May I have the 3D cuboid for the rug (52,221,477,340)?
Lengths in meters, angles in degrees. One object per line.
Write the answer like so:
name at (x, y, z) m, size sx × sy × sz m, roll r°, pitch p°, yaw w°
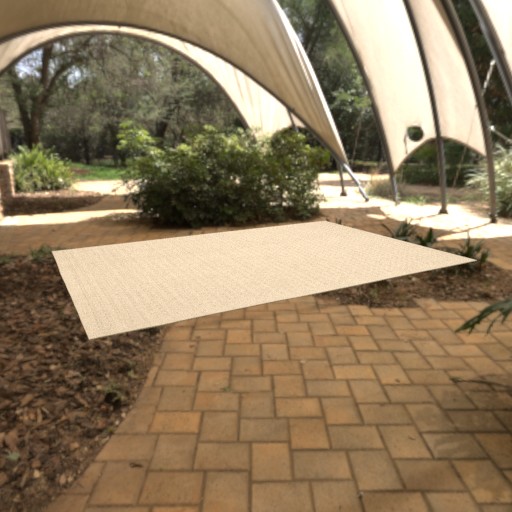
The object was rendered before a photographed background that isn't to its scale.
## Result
rug at (0.000, 0.000, 2.855) m, size 2.289 × 0.006 × 1.523 m, roll -8°, pitch 17°, yaw -28°
